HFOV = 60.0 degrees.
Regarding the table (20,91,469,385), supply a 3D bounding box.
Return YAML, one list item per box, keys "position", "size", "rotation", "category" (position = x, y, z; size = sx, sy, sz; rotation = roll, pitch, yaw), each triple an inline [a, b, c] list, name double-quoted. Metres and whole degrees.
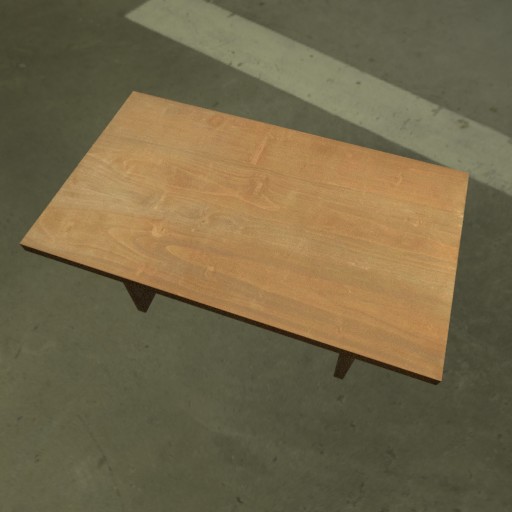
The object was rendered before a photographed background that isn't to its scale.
- position: [0.000, 0.000, 2.140]
  size: [1.609, 0.780, 0.946]
  rotation: [17, 60, 10]
  category: "table"
